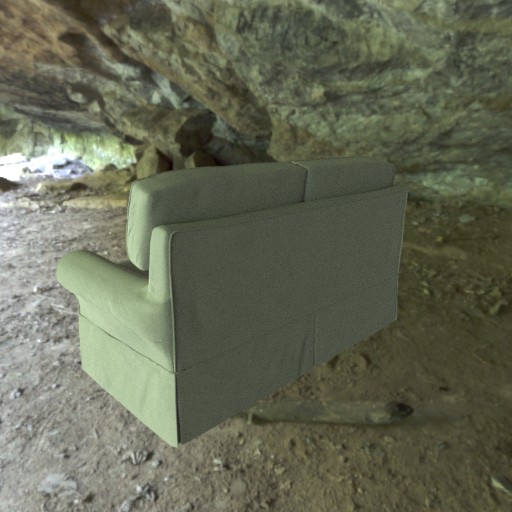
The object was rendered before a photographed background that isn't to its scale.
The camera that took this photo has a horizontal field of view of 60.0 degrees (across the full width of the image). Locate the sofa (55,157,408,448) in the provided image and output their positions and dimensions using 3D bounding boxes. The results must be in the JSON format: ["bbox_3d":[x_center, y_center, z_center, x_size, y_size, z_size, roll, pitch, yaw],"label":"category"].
[{"bbox_3d":[0.000,0.000,2.372,1.823,1.024,0.841,-15,22,-43],"label":"sofa"}]
